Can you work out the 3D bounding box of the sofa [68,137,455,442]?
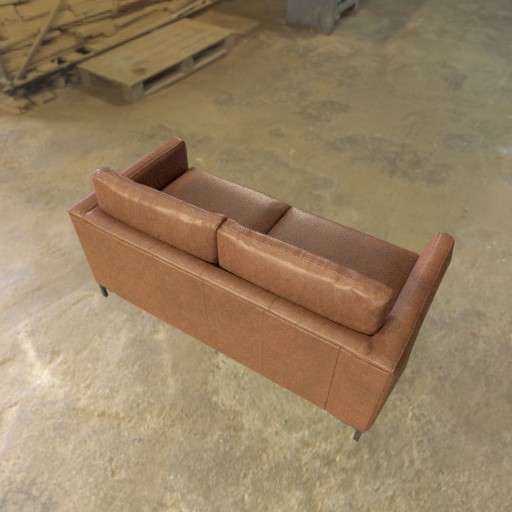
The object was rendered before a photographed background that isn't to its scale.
[{"bbox_3d":[0.000,0.000,2.379,1.797,0.883,0.899,24,50,21],"label":"sofa"}]
